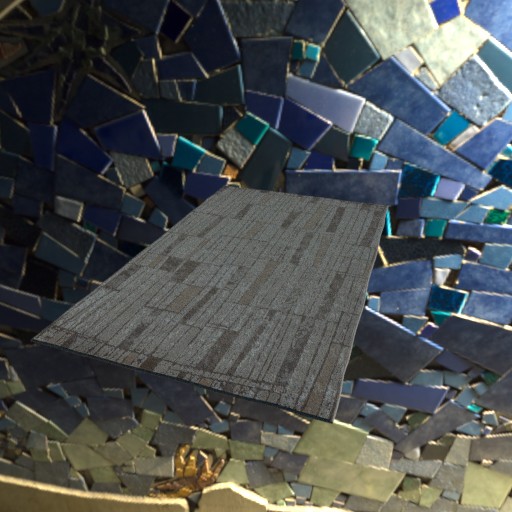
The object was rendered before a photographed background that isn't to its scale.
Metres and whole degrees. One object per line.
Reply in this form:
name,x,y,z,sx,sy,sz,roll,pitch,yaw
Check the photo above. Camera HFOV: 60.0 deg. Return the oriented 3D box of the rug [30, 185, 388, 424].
rug,0.000,0.000,2.994,1.531,0.023,2.444,10,30,17
